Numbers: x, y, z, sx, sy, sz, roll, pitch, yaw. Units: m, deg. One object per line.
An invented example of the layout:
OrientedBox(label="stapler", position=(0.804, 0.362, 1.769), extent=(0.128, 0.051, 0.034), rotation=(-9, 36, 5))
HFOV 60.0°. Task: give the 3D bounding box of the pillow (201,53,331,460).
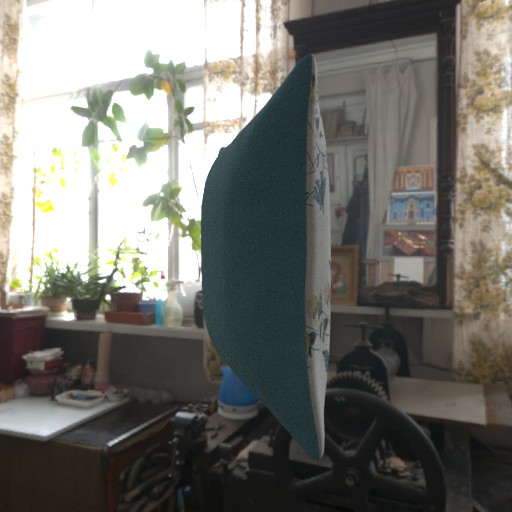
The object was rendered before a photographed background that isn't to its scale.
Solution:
OrientedBox(label="pillow", position=(0.000, 0.000, 0.797), extent=(0.166, 0.507, 0.526), rotation=(0, 0, -16))
